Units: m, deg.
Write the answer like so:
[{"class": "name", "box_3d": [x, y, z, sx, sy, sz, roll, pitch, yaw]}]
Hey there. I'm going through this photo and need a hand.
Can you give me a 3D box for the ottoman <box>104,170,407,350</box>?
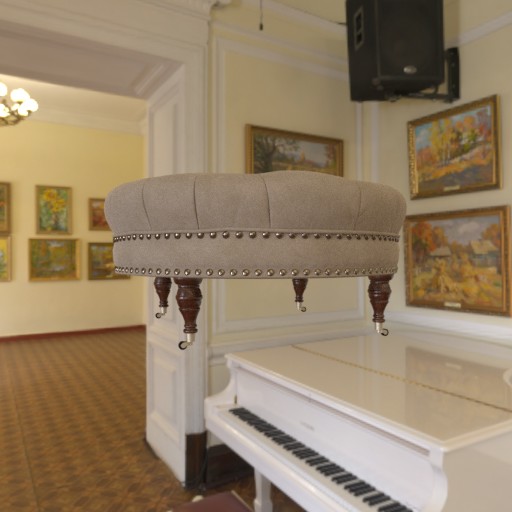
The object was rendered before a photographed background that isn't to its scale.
[{"class": "ottoman", "box_3d": [0.000, 0.000, 1.390, 0.901, 0.439, 0.901, 0, 0, 0]}]
